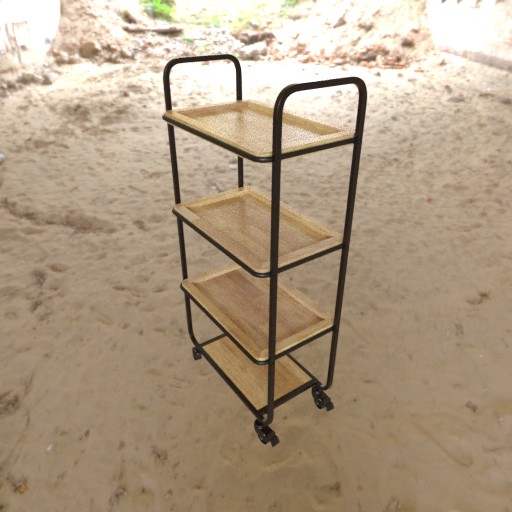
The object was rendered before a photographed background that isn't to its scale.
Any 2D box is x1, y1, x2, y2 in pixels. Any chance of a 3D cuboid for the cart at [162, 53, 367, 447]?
[{"bbox_3d":[0.000,0.000,1.359,0.321,1.080,0.545,-20,36,-30],"label":"cart"}]
